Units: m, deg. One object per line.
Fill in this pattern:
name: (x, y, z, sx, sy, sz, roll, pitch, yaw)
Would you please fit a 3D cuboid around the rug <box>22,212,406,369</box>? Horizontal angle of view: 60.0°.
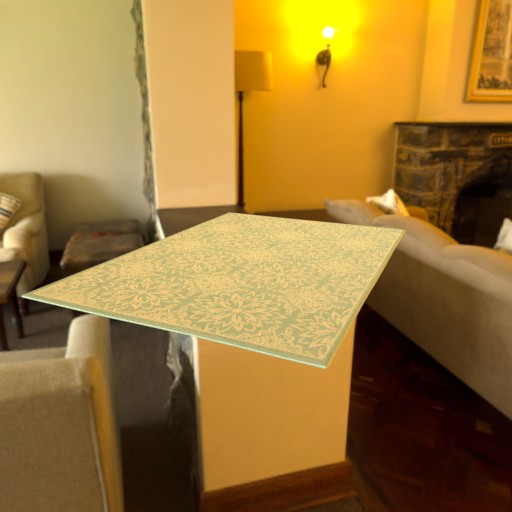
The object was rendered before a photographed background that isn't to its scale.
rug: (0.000, 0.000, 2.866, 1.589, 0.014, 2.205, 8, 19, 24)
